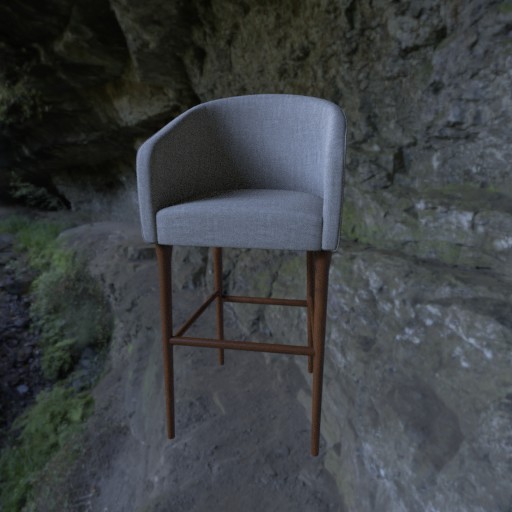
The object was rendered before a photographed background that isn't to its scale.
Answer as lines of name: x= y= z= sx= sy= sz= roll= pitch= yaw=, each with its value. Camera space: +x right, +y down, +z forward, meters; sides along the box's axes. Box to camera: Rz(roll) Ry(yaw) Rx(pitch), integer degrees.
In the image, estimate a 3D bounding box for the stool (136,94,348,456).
stool: x=0.000 y=0.000 z=1.489 sx=0.559 sy=1.078 sz=0.607 roll=3 pitch=15 yaw=10
